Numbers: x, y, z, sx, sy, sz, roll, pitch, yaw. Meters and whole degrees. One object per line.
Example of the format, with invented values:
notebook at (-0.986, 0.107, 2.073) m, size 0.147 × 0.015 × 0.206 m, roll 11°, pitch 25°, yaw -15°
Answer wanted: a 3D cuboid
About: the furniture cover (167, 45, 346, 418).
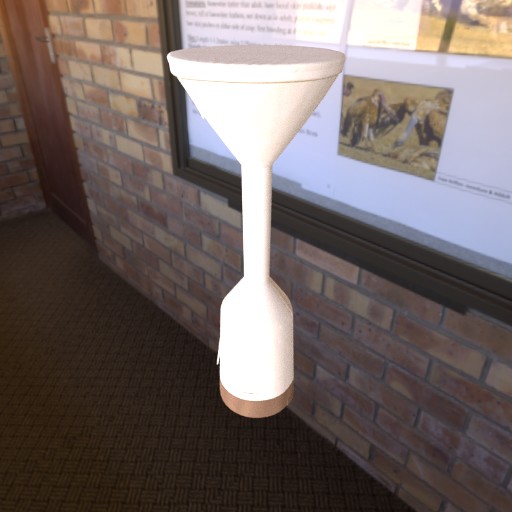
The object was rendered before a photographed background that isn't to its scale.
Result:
furniture cover at (0.000, 0.000, 2.880) m, size 0.914 × 2.413 × 0.914 m, roll 7°, pitch 31°, yaw 13°
